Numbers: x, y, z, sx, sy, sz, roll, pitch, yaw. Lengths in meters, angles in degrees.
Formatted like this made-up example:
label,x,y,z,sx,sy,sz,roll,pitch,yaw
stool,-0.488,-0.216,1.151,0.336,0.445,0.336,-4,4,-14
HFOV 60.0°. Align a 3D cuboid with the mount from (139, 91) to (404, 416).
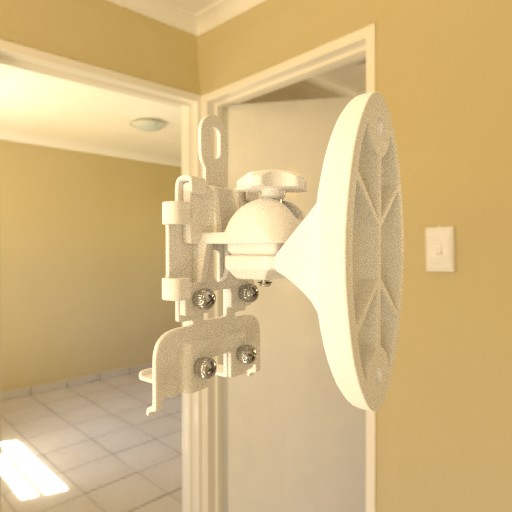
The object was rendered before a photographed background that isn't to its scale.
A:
label,x,y,z,sx,sy,sz,roll,pitch,yaw
mount,0.000,0.000,0.175,0.100,0.118,0.066,1,1,36
